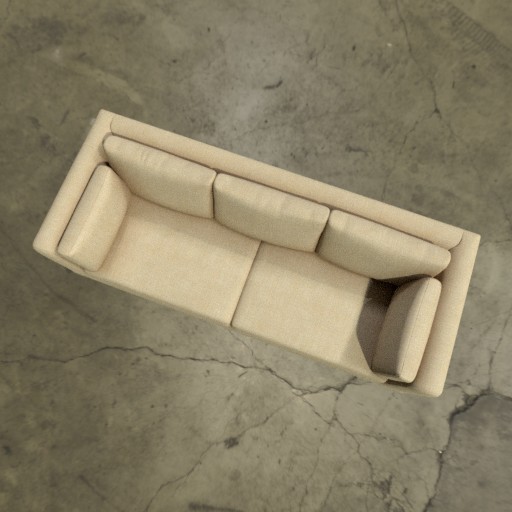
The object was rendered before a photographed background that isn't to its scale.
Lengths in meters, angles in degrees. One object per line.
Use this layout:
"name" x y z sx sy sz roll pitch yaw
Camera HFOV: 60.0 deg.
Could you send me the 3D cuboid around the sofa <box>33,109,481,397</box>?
"sofa" 0.000 0.000 2.843 2.415 0.867 0.969 19 76 5
